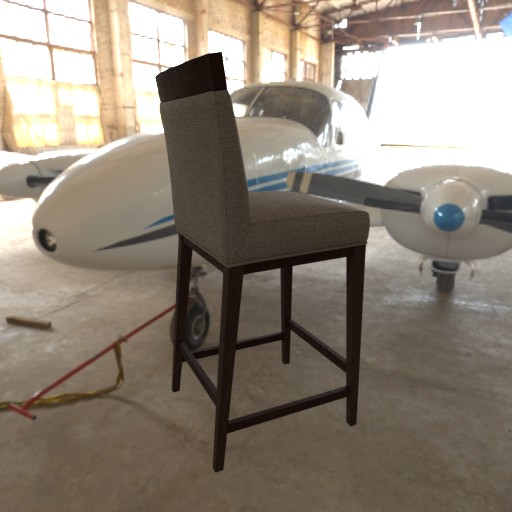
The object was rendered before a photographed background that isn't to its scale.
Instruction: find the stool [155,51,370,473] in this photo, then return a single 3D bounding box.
[{"bbox_3d":[0.000,0.000,1.432,0.531,1.117,0.511,-7,18,-25],"label":"stool"}]
